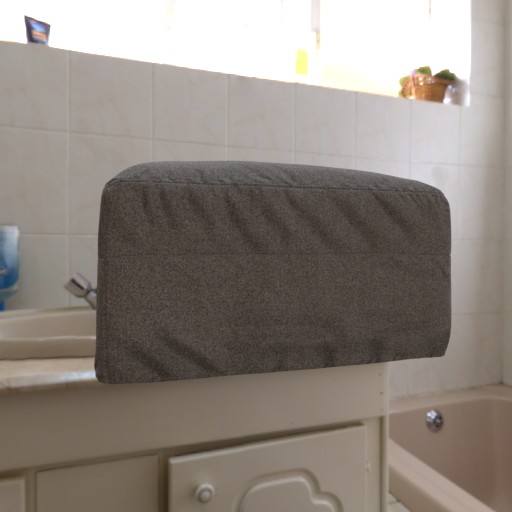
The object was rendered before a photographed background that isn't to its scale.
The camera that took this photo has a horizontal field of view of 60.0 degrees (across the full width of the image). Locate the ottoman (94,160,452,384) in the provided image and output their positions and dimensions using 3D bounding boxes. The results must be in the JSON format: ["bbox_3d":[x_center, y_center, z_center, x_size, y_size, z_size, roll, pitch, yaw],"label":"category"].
[{"bbox_3d":[0.000,0.000,1.252,0.837,0.481,0.683,0,0,-17],"label":"ottoman"}]
